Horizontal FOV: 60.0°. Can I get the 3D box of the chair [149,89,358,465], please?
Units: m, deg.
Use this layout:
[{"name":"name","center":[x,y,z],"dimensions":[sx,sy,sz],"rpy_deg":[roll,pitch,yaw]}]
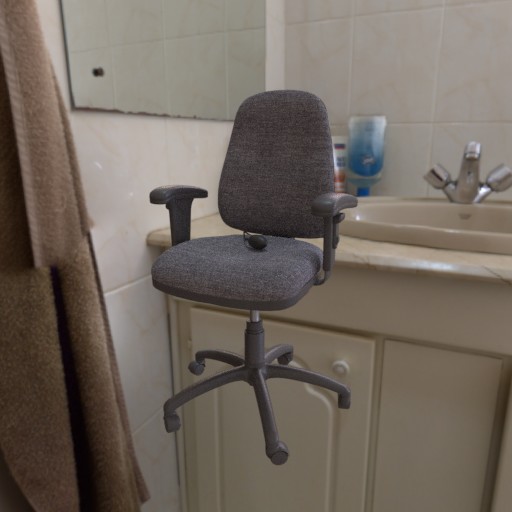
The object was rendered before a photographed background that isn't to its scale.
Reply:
[{"name":"chair","center":[0.000,0.000,1.246],"dimensions":[0.550,0.910,0.530],"rpy_deg":[7,16,26]}]
